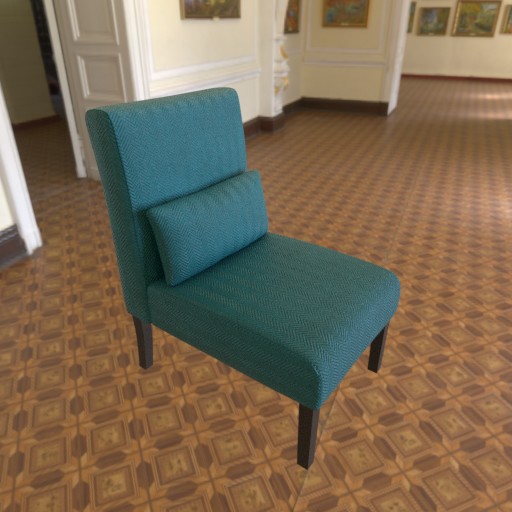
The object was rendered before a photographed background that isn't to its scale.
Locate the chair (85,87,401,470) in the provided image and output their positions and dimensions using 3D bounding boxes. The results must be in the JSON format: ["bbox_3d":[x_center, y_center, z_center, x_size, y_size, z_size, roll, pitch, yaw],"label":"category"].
[{"bbox_3d":[0.000,0.000,1.437,0.808,0.927,0.579,19,34,32],"label":"chair"}]
